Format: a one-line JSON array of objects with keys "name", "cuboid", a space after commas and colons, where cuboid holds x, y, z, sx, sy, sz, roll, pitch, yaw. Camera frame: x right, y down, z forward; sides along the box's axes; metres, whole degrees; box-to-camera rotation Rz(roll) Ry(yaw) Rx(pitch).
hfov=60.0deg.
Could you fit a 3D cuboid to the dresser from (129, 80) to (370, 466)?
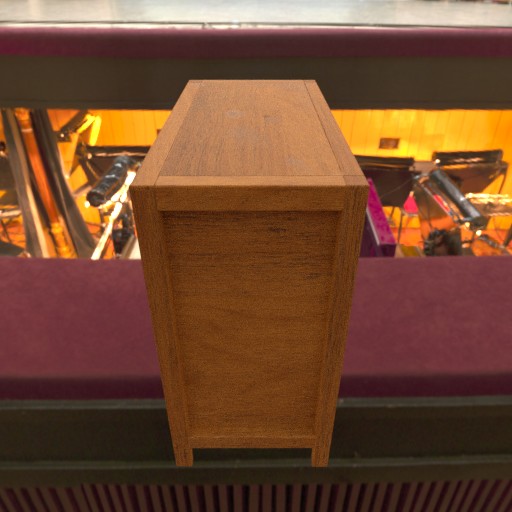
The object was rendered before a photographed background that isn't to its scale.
[{"name": "dresser", "cuboid": [0.000, 0.000, 1.284, 0.427, 0.804, 0.804, 0, 33, 0]}]
